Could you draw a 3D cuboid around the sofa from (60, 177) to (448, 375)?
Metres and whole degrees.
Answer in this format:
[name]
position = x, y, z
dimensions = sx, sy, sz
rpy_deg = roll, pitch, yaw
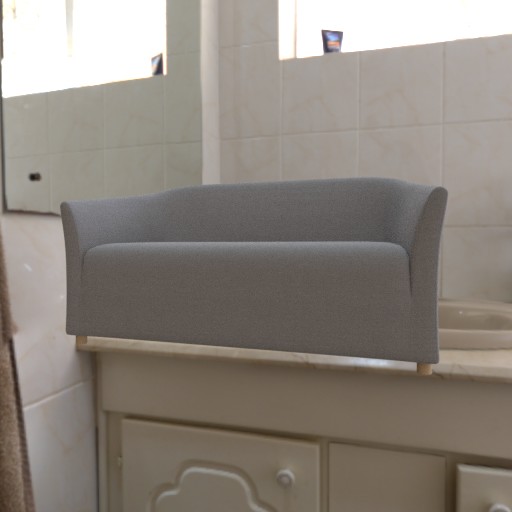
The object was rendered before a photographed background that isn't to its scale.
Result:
[sofa]
position = 0.000, 0.000, 1.890
dimensions = 1.452, 0.721, 0.705
rpy_deg = 0, 1, 19
